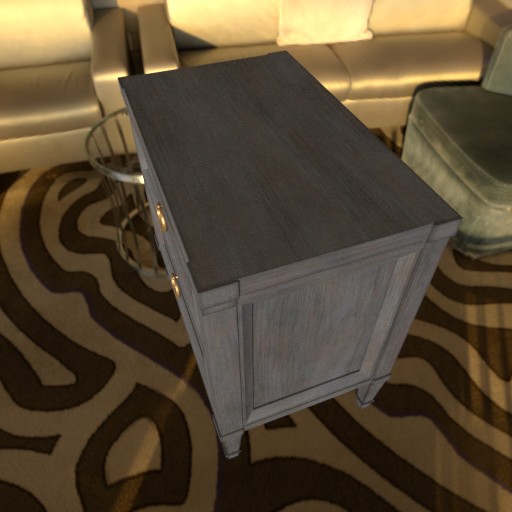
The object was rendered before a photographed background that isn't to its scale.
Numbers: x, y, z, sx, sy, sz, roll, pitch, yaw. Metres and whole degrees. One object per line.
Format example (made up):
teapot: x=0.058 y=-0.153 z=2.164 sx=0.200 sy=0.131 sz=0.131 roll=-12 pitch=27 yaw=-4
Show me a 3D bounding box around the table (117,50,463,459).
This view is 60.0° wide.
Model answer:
table: x=0.000 y=0.000 z=1.063 sx=0.413 sy=0.660 sz=0.660 roll=-15 pitch=48 yaw=-14
